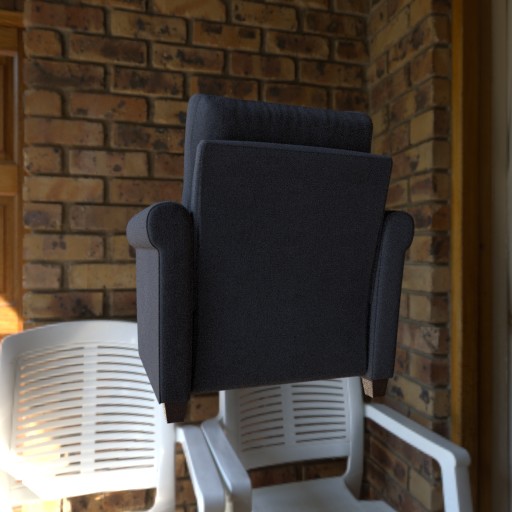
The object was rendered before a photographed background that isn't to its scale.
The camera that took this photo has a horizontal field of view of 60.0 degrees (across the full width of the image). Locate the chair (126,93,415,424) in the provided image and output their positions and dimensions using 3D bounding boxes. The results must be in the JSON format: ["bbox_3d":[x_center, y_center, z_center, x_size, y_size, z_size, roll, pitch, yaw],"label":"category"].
[{"bbox_3d":[0.000,0.000,1.623,0.867,0.942,0.828,0,0,-20],"label":"chair"}]
